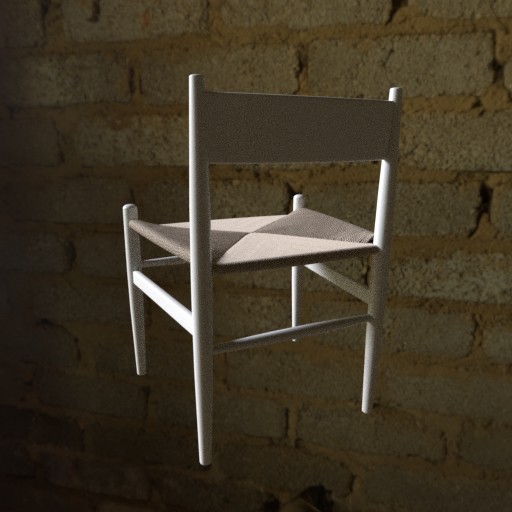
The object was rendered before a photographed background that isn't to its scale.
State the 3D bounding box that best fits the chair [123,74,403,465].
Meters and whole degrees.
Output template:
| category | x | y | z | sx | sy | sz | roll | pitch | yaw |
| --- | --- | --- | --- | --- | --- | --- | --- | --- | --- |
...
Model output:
| category | x | y | z | sx | sy | sz | roll | pitch | yaw |
| --- | --- | --- | --- | --- | --- | --- | --- | --- | --- |
| chair | 0.000 | 0.000 | 1.102 | 0.556 | 0.762 | 0.495 | -7 | 16 | -25 |
